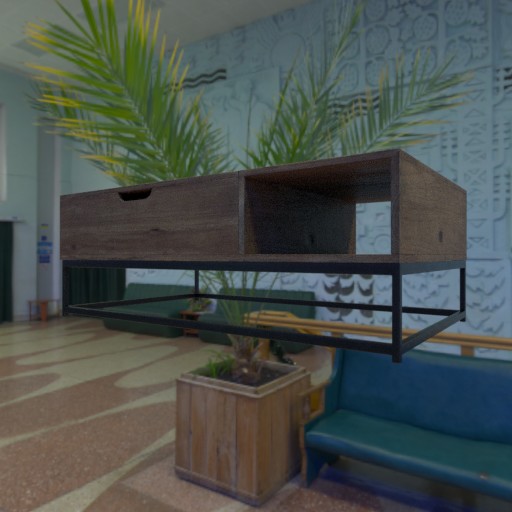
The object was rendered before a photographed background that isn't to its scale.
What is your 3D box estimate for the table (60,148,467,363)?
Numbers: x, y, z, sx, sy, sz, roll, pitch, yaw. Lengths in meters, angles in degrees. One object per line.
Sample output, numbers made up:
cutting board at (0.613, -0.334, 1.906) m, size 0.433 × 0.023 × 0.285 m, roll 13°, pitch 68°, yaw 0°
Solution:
table at (0.000, 0.000, 1.391) m, size 1.101 × 0.395 × 0.655 m, roll 0°, pitch 0°, yaw 35°
